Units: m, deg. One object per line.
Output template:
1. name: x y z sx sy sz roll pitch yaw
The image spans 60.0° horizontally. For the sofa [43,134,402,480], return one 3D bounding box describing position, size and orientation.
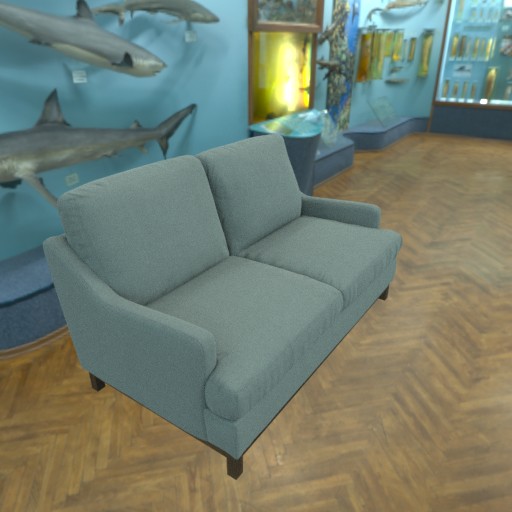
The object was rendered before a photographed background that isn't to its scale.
1. sofa: 0.000 0.000 2.170 0.987 0.921 1.589 17 31 31
